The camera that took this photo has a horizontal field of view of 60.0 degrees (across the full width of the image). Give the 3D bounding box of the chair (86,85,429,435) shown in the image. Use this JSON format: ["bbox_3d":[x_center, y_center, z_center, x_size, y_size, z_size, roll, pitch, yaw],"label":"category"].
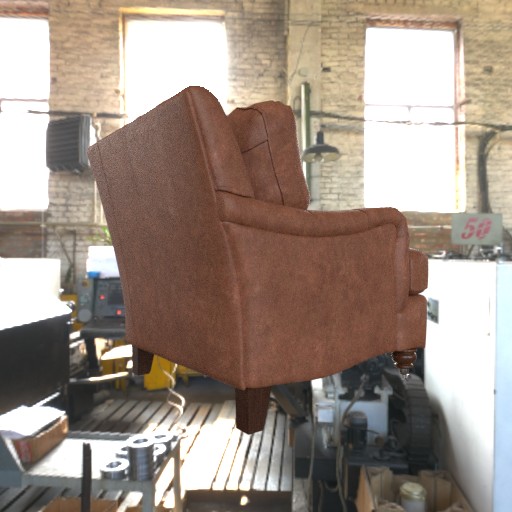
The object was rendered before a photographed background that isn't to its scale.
[{"bbox_3d":[0.000,0.000,1.878,1.158,1.055,0.986,0,0,-38],"label":"chair"}]
